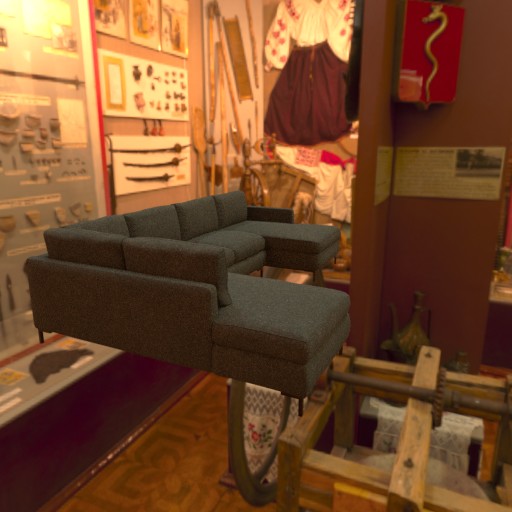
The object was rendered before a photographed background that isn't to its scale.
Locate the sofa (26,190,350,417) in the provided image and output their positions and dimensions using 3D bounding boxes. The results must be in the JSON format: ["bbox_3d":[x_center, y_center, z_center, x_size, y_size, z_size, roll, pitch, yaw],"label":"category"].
[{"bbox_3d":[0.000,0.000,3.814,2.007,0.813,2.956,7,16,25],"label":"sofa"}]
